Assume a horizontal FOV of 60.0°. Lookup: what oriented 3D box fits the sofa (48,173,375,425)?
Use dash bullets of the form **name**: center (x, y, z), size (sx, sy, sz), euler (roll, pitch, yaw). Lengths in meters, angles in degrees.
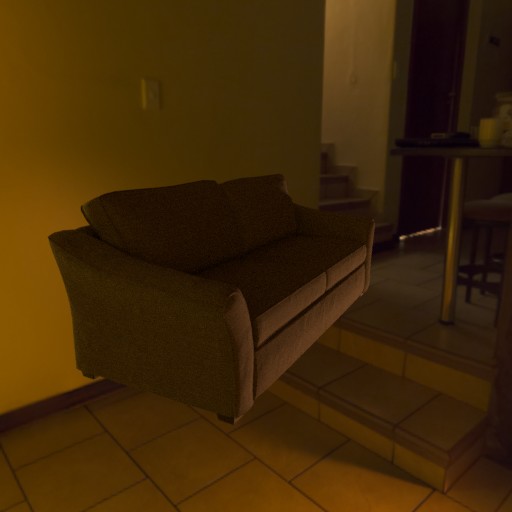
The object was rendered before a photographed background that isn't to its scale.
- **sofa**: center (0.000, 0.000, 2.805), size (0.971, 0.950, 2.270), euler (7, 15, 28)
